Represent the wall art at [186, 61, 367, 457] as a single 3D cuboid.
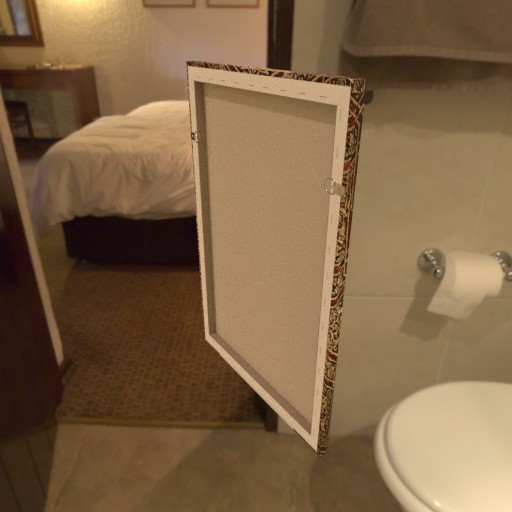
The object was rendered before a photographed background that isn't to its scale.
[{"bbox_3d":[0.000,0.000,0.766,0.020,0.599,0.397,-18,32,-31],"label":"wall art"}]
